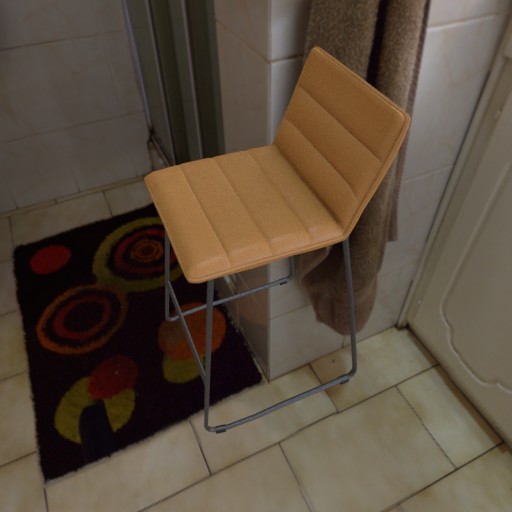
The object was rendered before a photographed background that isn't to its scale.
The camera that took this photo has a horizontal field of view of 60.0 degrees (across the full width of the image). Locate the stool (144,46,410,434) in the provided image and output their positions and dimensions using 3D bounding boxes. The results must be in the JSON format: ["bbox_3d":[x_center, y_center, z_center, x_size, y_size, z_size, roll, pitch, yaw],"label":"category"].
[{"bbox_3d":[0.000,0.000,1.229,0.524,0.936,0.489,-17,49,-16],"label":"stool"}]
